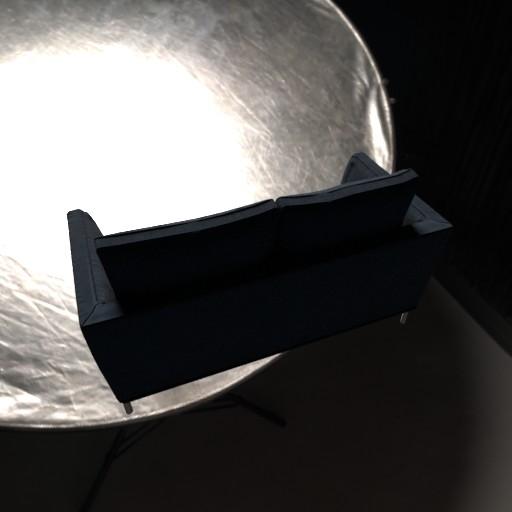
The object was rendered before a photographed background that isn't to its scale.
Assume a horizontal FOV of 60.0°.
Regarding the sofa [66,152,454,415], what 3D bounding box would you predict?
[{"bbox_3d":[0.000,0.000,2.375,1.770,1.002,0.853,-14,42,-16],"label":"sofa"}]
